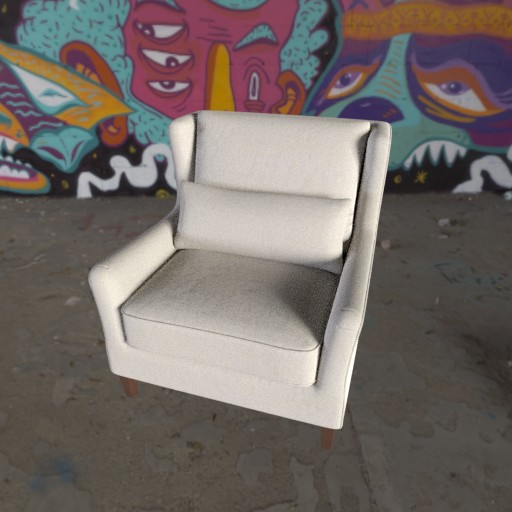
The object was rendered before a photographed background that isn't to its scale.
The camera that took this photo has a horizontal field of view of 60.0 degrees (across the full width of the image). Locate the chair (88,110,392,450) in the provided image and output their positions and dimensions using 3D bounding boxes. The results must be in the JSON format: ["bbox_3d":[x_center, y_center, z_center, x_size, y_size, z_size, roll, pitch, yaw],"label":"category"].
[{"bbox_3d":[0.000,0.000,1.906,0.982,1.056,1.040,9,30,16],"label":"chair"}]
